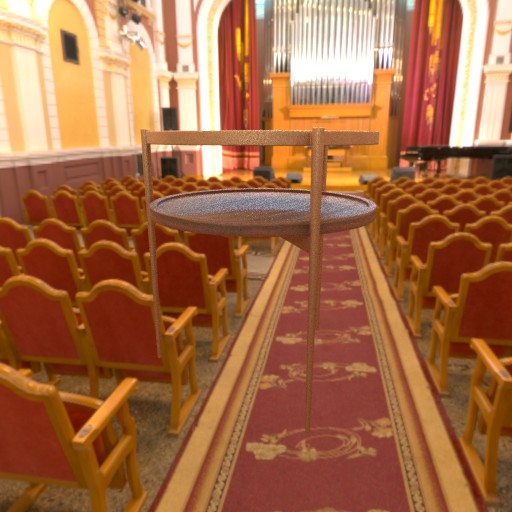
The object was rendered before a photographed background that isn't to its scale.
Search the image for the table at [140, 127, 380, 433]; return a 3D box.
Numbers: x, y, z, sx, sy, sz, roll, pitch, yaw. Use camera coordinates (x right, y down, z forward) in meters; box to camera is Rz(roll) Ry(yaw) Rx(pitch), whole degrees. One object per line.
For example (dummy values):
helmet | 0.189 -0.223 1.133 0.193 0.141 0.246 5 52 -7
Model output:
table | 0.000 0.000 0.895 0.456 0.493 0.430 3 16 9
